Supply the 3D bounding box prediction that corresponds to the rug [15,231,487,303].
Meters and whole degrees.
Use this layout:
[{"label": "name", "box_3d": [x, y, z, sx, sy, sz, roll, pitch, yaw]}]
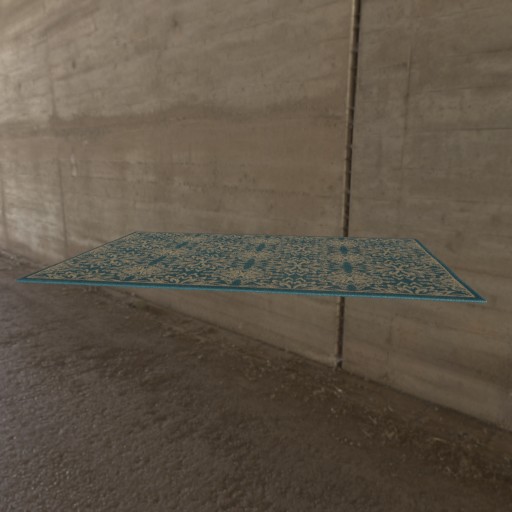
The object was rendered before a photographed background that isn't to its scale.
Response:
[{"label": "rug", "box_3d": [0.000, 0.000, 2.282, 1.833, 0.012, 1.211, 2, 13, 8]}]
